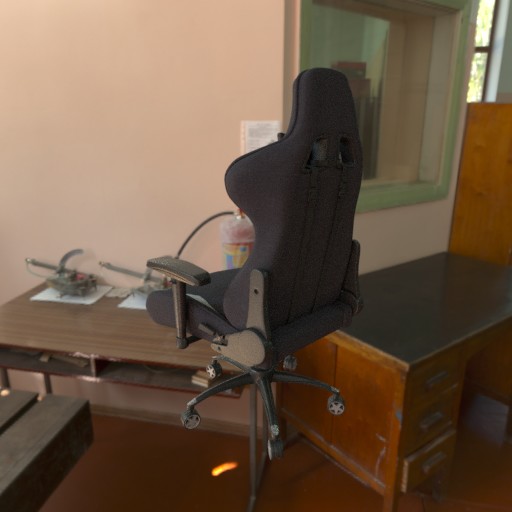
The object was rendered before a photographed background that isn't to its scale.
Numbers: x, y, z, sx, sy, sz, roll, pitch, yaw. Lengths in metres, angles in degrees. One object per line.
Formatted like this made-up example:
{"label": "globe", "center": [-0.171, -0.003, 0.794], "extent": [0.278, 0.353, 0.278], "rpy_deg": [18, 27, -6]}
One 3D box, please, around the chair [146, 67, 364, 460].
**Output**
{"label": "chair", "center": [0.000, 0.000, 1.714], "extent": [0.730, 1.300, 0.695], "rpy_deg": [-16, 23, -42]}
